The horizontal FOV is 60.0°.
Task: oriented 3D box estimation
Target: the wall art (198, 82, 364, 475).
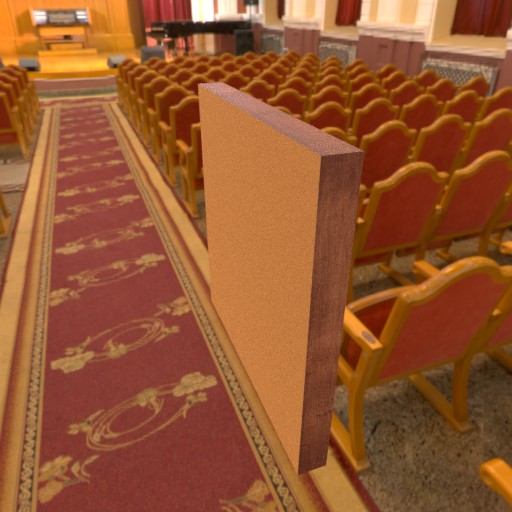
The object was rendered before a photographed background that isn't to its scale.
[{"bbox_3d":[0.000,0.000,0.595,0.038,0.385,0.386,-10,31,-18],"label":"wall art"}]
